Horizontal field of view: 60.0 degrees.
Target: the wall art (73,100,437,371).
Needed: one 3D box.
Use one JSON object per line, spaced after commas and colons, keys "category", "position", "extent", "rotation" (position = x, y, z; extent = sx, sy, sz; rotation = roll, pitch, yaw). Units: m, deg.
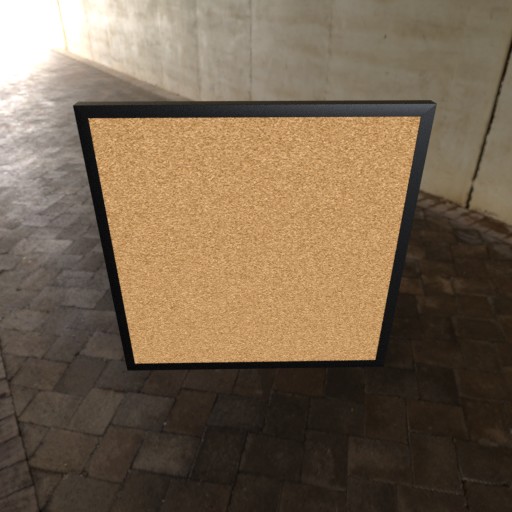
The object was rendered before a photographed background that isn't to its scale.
{"category": "wall art", "position": [0.000, 0.000, 1.130], "extent": [0.756, 0.755, 0.036], "rotation": [-1, 31, -1]}
